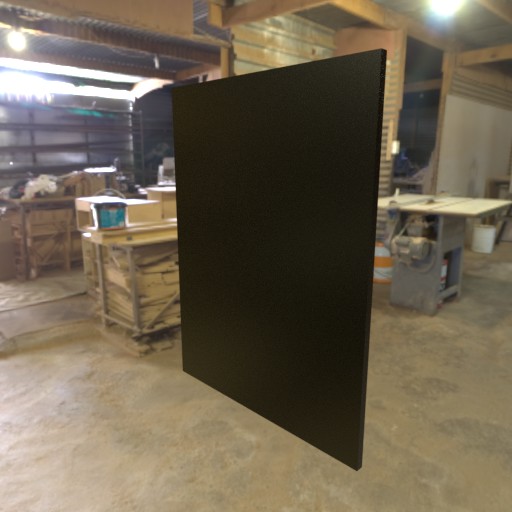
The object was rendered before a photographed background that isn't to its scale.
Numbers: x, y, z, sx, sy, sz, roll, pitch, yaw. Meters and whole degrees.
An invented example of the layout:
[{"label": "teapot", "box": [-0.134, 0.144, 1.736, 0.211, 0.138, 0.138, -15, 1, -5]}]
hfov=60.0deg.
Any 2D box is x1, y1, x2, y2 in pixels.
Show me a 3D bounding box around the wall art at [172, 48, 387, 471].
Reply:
[{"label": "wall art", "box": [0.000, 0.000, 0.752, 0.013, 0.582, 0.442, -12, 18, -43]}]
